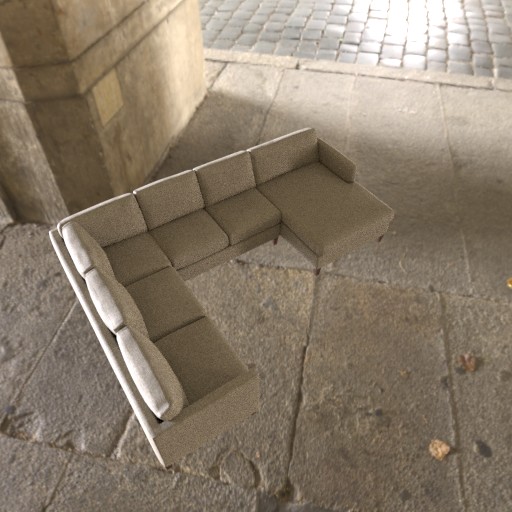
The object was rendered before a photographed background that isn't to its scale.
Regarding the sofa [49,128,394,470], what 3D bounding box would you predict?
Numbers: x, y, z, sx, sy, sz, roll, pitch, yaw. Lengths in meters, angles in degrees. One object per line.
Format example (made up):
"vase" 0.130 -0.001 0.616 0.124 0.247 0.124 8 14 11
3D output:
"sofa" 0.000 0.000 4.640 3.460 0.959 2.593 -26 52 -22
